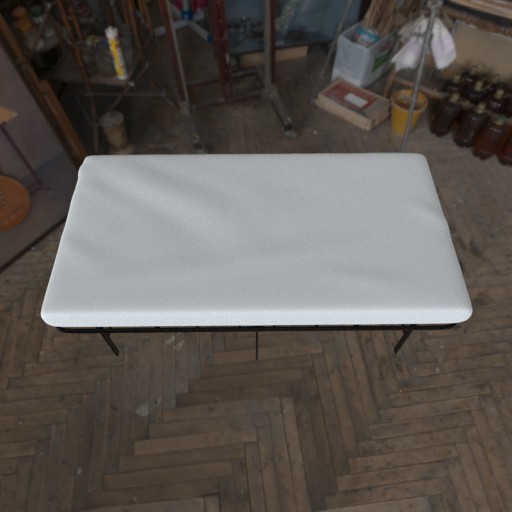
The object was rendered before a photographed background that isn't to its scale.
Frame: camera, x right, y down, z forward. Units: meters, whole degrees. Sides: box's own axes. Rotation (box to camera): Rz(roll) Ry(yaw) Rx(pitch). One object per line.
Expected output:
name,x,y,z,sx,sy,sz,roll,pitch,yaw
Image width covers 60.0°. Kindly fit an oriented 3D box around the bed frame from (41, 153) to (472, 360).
bed frame,0.000,0.000,2.395,1.903,0.619,0.989,0,56,0
